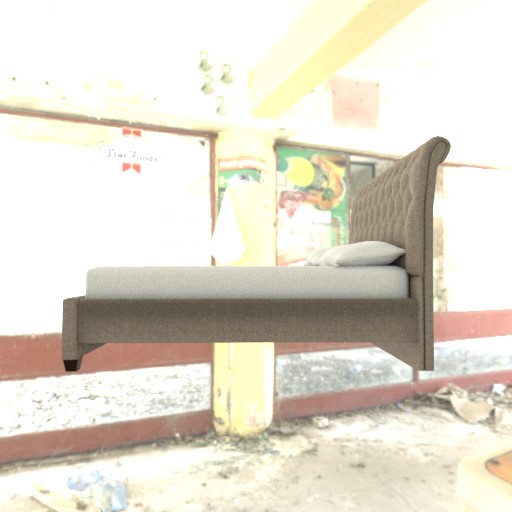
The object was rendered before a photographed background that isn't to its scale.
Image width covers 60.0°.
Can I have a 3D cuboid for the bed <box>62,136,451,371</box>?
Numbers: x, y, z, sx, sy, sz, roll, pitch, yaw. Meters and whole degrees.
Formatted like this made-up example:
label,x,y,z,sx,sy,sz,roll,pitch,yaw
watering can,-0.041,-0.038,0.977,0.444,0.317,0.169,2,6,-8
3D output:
label,x,y,z,sx,sy,sz,roll,pitch,yaw
bed,0.000,0.000,3.367,2.252,1.371,1.645,0,-2,-1
